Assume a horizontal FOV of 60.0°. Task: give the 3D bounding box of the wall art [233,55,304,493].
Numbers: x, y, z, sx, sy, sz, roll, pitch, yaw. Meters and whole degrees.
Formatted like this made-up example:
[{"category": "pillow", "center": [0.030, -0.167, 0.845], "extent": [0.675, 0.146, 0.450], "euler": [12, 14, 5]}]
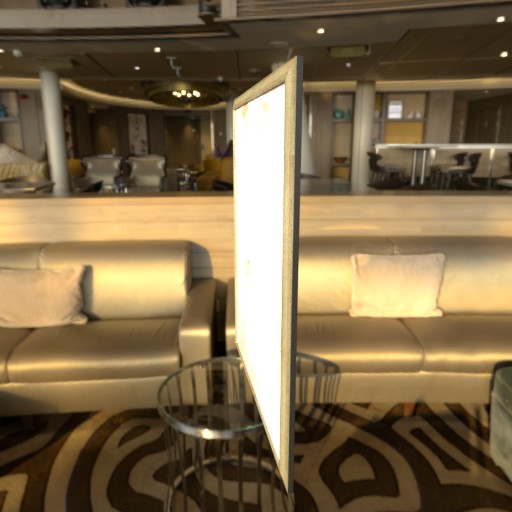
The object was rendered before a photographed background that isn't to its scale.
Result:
[{"category": "wall art", "center": [0.000, 0.000, 0.908], "extent": [0.018, 0.660, 0.559], "euler": [-3, 14, -11]}]
